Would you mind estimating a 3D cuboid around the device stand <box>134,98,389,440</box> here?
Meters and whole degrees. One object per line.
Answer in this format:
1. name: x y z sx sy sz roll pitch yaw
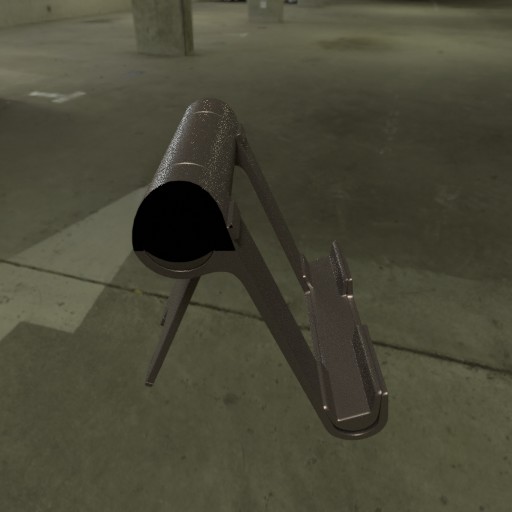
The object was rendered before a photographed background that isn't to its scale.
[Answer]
1. device stand: 0.000 0.000 0.151 0.079 0.084 0.088 0 33 0
